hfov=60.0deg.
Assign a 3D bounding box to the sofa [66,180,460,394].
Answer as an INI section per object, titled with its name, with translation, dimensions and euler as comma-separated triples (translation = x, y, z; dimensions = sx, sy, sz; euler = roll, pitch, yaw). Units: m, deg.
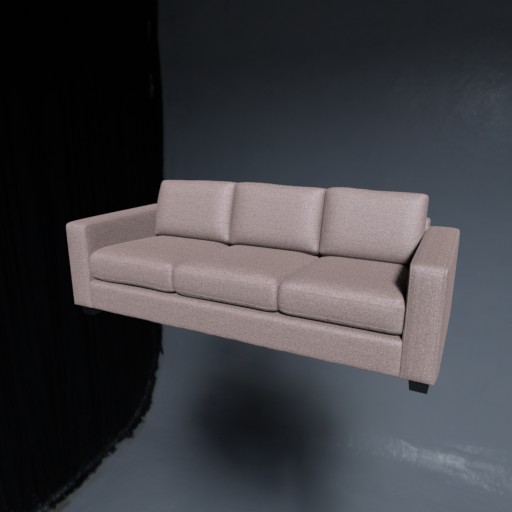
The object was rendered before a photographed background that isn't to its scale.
[sofa]
translation = 0.000, 0.000, 2.646
dimensions = 2.160, 0.806, 0.900
euler = 7, 17, 25
